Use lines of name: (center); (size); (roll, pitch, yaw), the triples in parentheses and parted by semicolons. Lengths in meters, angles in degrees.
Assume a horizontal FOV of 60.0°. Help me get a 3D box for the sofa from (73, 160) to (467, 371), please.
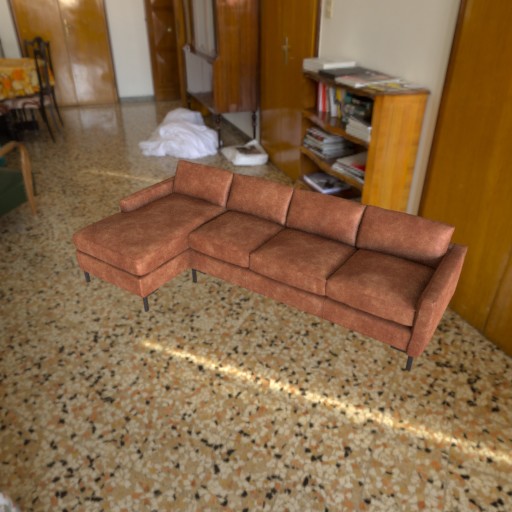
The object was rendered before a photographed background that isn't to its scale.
sofa: (0.000, 0.000, 3.742); (2.993, 0.859, 1.471); (19, 35, 29)
